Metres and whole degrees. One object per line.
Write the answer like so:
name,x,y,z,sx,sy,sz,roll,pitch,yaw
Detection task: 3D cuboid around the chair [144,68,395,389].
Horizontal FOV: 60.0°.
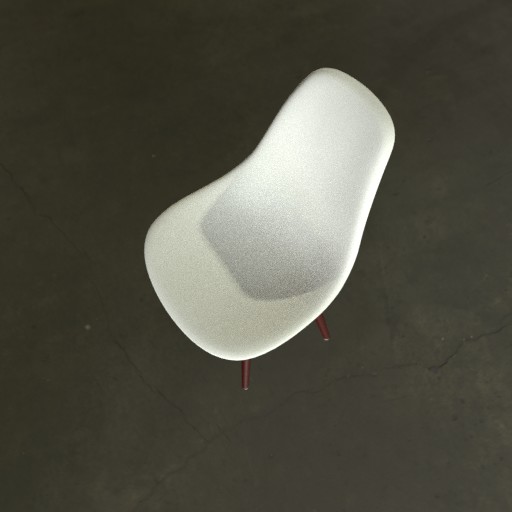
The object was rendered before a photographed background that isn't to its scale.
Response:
chair,0.000,0.000,1.156,0.533,0.826,0.470,-32,68,-15
